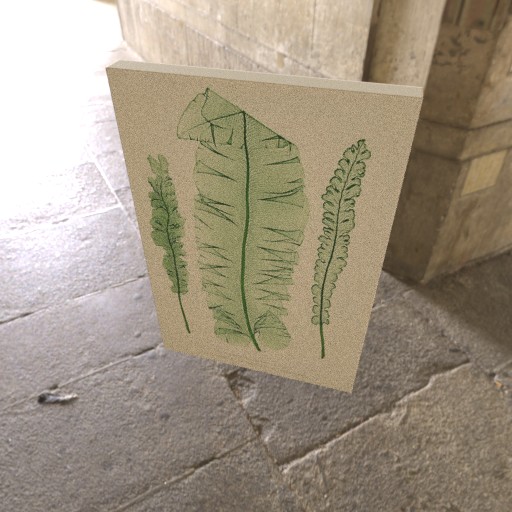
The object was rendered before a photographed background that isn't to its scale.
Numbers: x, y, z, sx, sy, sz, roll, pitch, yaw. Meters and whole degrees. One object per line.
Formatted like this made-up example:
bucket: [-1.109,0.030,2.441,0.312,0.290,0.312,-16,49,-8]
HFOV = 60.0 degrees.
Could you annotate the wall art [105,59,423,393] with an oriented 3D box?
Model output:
wall art: [0.000,0.000,0.773,0.418,0.608,0.038,10,41,12]
